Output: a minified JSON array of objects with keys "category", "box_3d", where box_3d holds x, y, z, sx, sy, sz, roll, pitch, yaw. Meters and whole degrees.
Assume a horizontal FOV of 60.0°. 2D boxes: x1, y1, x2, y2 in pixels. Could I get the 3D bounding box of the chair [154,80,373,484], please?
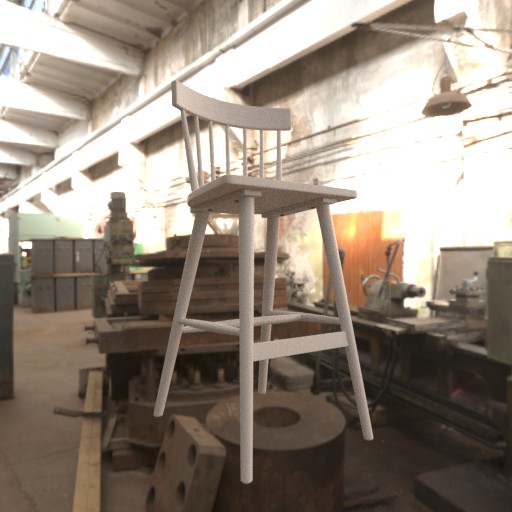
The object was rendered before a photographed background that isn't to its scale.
[{"category":"chair","box_3d":[0.000,0.000,1.416,0.483,1.092,0.572,0,0,-35]}]
